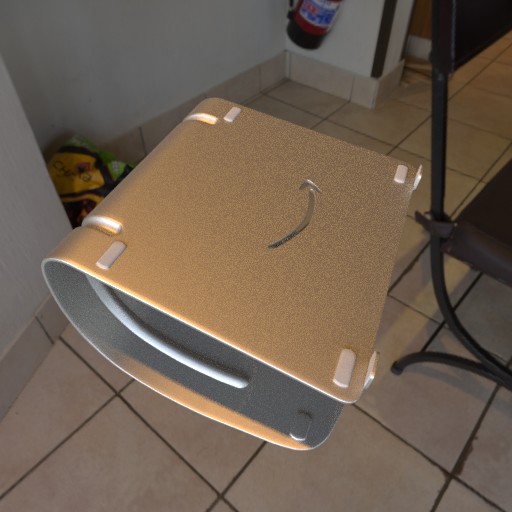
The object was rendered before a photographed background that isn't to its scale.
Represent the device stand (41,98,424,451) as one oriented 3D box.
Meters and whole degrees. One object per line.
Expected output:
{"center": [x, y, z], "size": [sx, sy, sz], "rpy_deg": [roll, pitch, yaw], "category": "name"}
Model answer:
{"center": [0.000, 0.000, 0.397], "size": [0.236, 0.155, 0.256], "rpy_deg": [16, 49, 15], "category": "device stand"}
